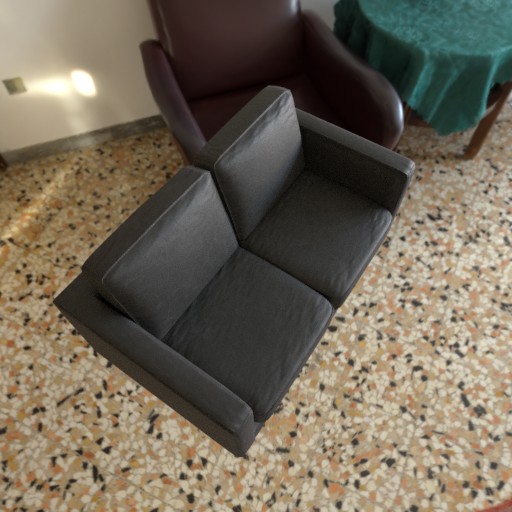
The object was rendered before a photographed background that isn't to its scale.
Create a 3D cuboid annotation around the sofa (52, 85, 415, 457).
[{"bbox_3d":[0.000,0.000,2.029,0.879,0.899,1.430,30,63,17],"label":"sofa"}]
